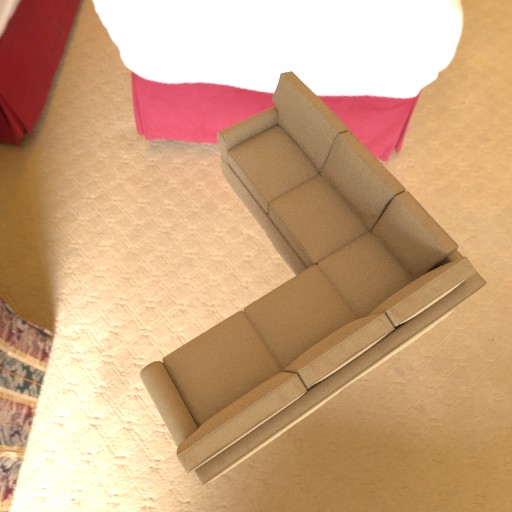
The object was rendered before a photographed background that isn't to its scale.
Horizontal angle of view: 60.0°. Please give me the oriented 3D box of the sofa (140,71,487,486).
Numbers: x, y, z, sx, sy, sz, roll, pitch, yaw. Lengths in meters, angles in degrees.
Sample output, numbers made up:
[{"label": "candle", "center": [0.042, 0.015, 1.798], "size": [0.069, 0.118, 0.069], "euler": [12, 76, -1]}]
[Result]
[{"label": "sofa", "center": [0.000, 0.000, 4.036], "size": [2.733, 1.124, 2.730], "euler": [-30, 68, -13]}]
